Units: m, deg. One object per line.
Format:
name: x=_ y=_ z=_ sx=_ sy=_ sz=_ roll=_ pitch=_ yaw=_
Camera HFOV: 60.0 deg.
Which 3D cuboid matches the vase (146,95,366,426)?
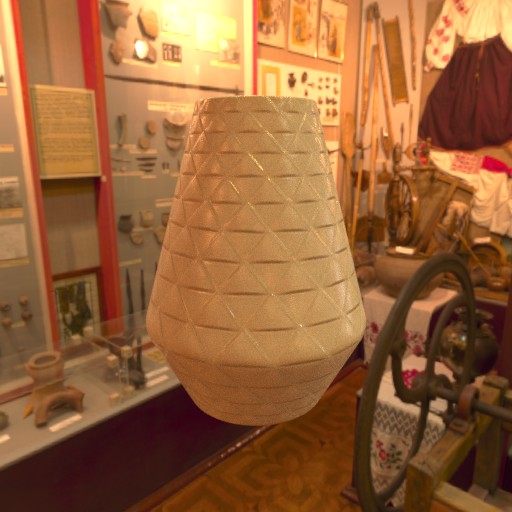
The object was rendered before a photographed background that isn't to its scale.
vase: x=0.000 y=0.000 z=0.350 sx=0.175 sy=0.230 sz=0.175 roll=0 pitch=14 yaw=0
